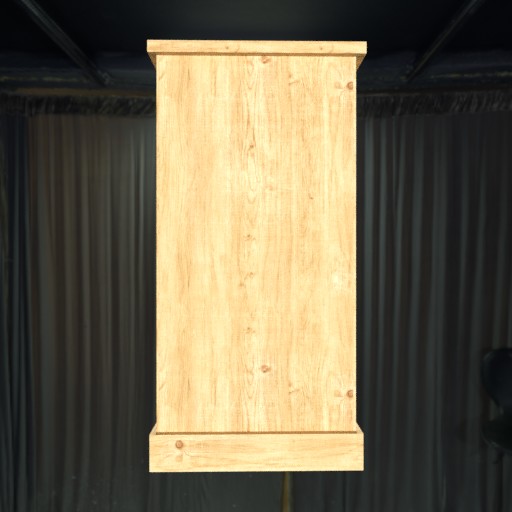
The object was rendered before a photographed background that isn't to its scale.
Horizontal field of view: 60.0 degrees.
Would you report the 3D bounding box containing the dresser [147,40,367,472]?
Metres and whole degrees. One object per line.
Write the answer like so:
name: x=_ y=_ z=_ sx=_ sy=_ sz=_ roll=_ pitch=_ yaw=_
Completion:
dresser: x=0.000 y=0.000 z=1.267 sx=0.531 sy=1.041 sz=0.390 roll=0 pitch=0 yaw=-1
